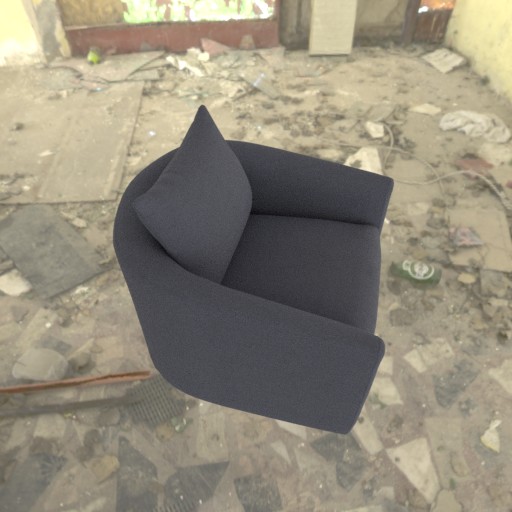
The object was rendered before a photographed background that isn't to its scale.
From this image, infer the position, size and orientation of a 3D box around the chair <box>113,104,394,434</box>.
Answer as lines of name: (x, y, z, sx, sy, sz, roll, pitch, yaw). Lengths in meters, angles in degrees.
chair: (0.000, 0.000, 1.625, 0.910, 0.848, 0.845, 10, 46, 10)
